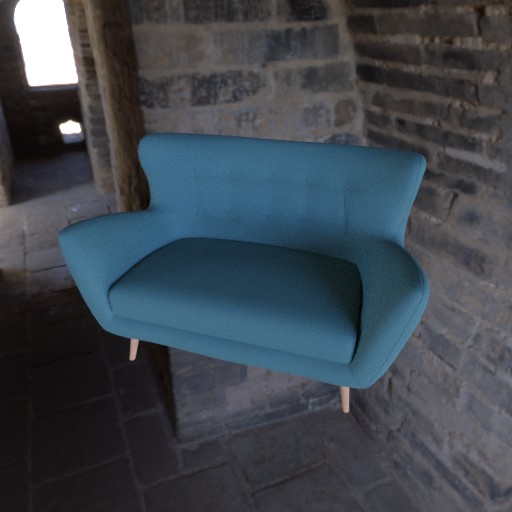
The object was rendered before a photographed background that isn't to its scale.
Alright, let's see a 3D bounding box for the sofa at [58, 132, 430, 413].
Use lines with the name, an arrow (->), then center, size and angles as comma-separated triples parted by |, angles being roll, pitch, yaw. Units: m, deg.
sofa -> 0.000, 0.000, 1.966 | 1.397, 0.889, 0.889 | 9, 29, 16
